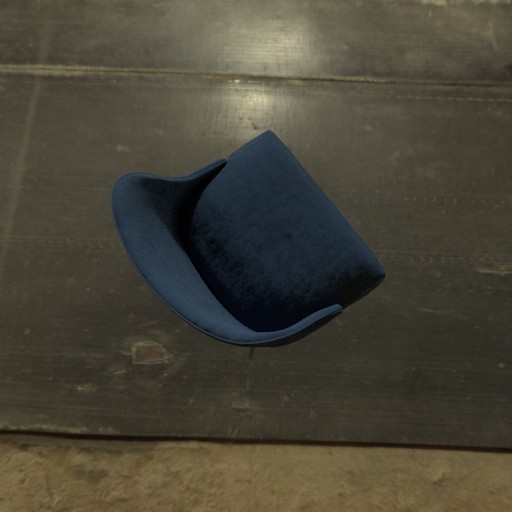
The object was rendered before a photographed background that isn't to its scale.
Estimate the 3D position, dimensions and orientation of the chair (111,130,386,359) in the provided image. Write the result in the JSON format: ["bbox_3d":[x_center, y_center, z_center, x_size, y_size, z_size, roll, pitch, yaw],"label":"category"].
[{"bbox_3d":[0.000,0.000,1.225,0.489,0.927,0.526,-35,79,-8],"label":"chair"}]
